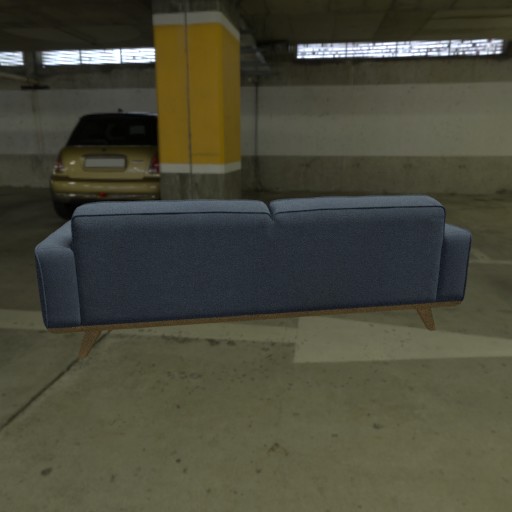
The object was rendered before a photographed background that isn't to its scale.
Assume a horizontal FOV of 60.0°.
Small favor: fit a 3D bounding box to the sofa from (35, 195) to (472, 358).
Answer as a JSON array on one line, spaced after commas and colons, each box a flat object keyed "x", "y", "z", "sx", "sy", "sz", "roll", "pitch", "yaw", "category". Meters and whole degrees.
[{"x": 0.000, "y": 0.000, "z": 2.694, "sx": 2.270, "sy": 0.782, "sz": 0.953, "roll": -3, "pitch": 15, "yaw": -10, "category": "sofa"}]
